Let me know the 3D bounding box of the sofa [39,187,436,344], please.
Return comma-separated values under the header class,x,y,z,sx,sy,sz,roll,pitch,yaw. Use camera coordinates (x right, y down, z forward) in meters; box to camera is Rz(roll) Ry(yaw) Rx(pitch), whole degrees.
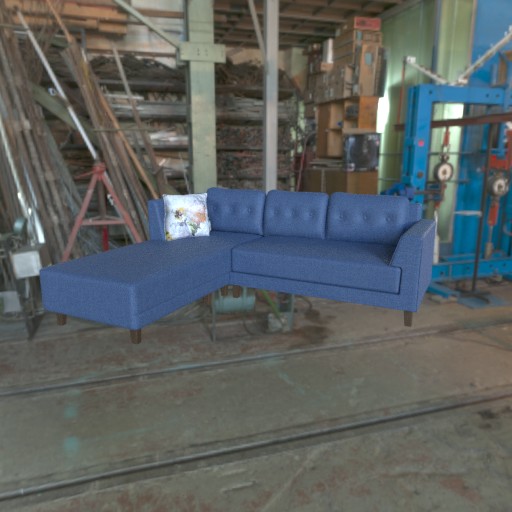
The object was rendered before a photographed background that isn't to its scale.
class,x,y,z,sx,sy,sz,roll,pitch,yaw
sofa,0.000,0.000,3.058,2.120,0.787,1.829,7,15,26
